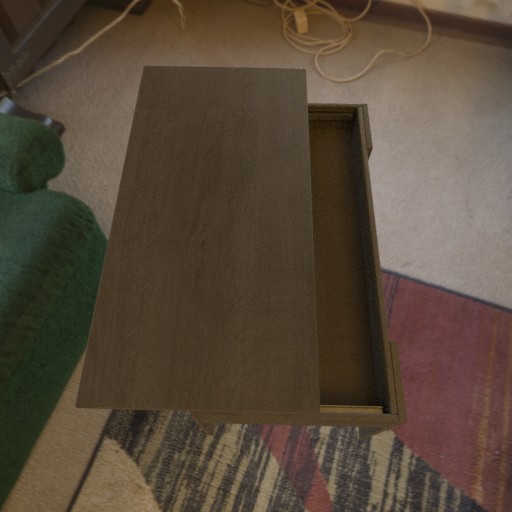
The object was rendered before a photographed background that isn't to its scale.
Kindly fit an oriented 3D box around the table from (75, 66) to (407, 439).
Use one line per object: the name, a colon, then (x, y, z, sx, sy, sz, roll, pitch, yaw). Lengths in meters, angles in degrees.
table: (0.000, 0.000, 1.374, 0.711, 0.570, 1.000, 1, 63, 1)
